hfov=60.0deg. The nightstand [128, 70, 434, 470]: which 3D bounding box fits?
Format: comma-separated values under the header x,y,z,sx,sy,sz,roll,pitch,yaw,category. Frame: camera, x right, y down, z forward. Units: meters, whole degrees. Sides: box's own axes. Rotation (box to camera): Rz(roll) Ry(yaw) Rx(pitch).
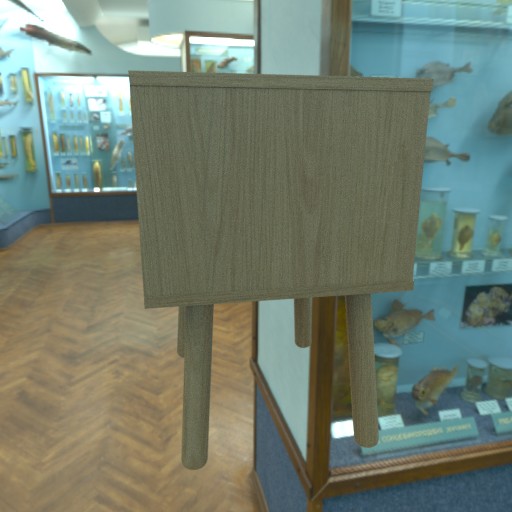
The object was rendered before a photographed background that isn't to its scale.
x,y,z,sx,sy,sz,roll,pitch,yaw,category
0.000,0.000,0.823,0.380,0.571,0.450,-3,15,-10,nightstand
